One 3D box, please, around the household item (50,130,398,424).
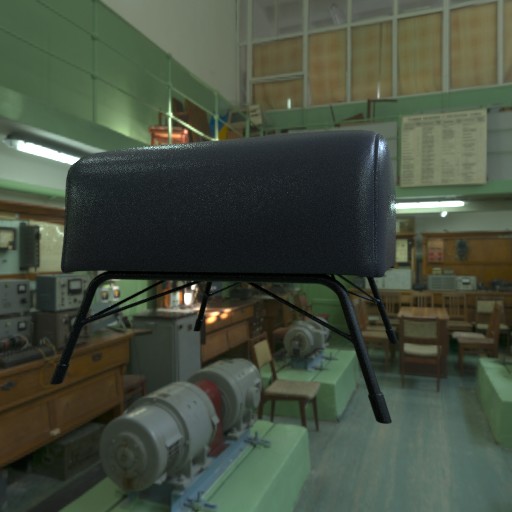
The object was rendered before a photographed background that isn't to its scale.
[{"bbox_3d":[0.000,0.000,0.878,0.530,0.410,0.530,0,0,19],"label":"household item"}]
